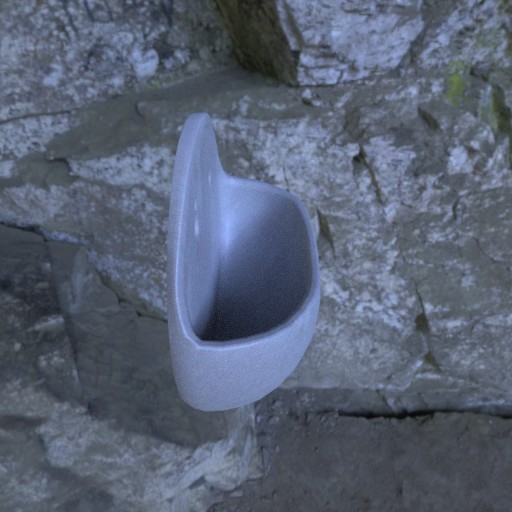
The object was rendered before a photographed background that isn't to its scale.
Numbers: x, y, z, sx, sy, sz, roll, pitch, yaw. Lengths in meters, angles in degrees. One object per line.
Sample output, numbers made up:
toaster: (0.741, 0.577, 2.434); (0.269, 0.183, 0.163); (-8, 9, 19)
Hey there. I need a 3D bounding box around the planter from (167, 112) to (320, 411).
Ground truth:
planter: (0.000, 0.000, 0.270); (0.073, 0.164, 0.190); (1, 33, 1)
